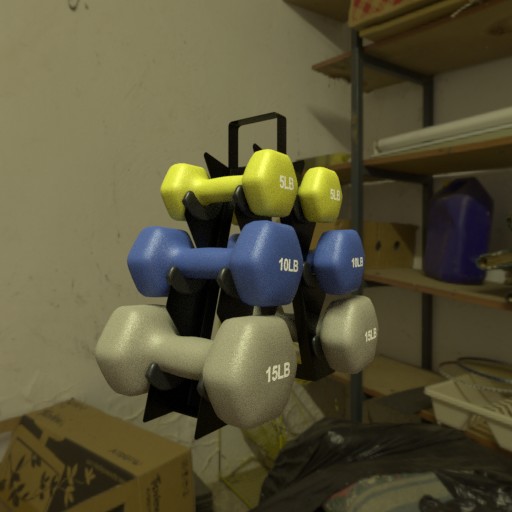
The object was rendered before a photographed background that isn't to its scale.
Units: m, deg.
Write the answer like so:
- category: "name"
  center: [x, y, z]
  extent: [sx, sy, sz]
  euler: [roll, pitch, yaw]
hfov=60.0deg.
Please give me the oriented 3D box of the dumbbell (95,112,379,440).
- category: "dumbbell"
  center: [0.000, 0.000, 0.688]
  extent: [0.261, 0.426, 0.416]
  euler: [0, 0, 36]
